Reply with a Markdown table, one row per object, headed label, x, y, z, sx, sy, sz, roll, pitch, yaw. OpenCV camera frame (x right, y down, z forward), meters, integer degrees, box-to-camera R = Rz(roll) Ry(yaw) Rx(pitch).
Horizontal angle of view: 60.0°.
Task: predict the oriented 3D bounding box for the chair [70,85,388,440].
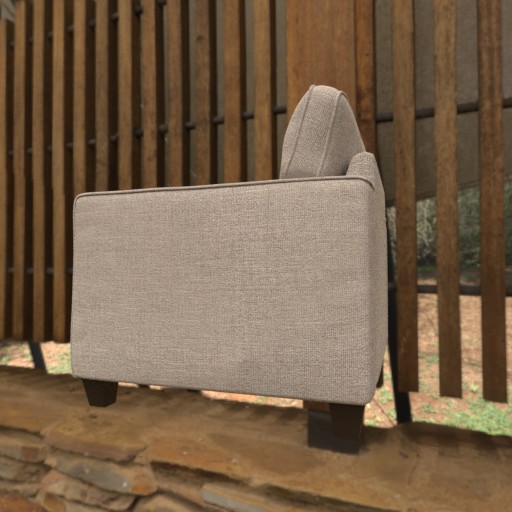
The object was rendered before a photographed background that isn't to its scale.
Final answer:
| label | x | y | z | sx | sy | sz | roll | pitch | yaw |
| --- | --- | --- | --- | --- | --- | --- | --- | --- | --- |
| chair | 0.000 | 0.000 | 1.704 | 0.939 | 0.965 | 1.015 | -1 | -2 | 19 |
